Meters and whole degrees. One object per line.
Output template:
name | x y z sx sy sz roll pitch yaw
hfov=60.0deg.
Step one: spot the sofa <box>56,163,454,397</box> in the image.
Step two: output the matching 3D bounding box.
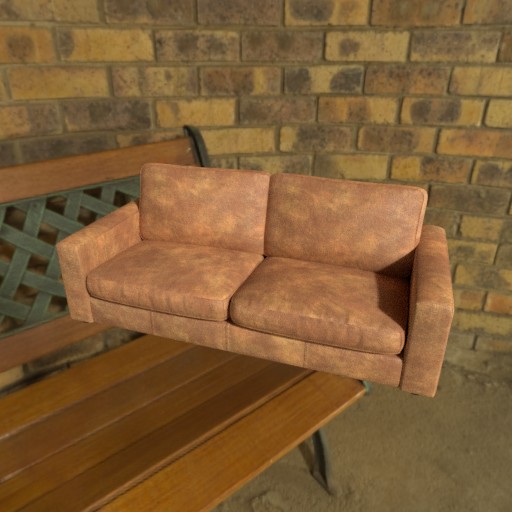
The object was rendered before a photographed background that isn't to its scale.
sofa | 0.000 0.000 2.722 2.179 0.873 1.016 8 27 17
